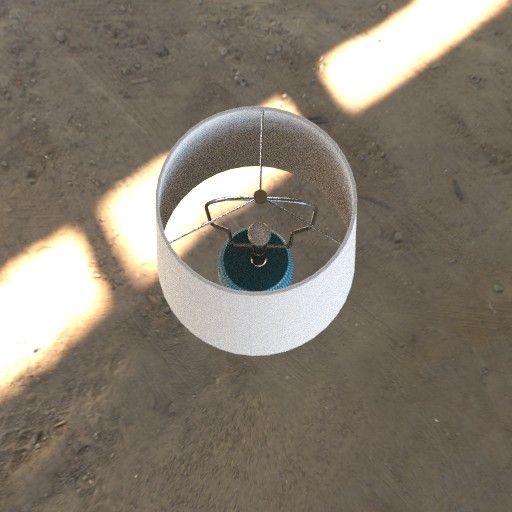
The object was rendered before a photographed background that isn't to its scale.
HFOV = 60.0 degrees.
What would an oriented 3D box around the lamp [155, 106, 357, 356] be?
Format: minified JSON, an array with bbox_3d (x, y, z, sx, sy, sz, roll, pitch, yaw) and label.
[{"bbox_3d":[0.000,0.000,0.805,0.355,0.582,0.355,0,76,0],"label":"lamp"}]
